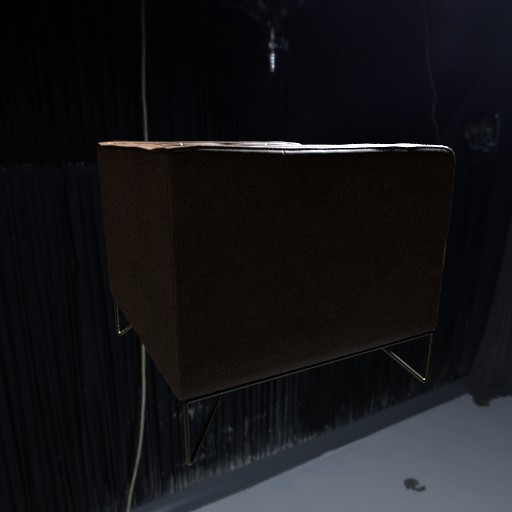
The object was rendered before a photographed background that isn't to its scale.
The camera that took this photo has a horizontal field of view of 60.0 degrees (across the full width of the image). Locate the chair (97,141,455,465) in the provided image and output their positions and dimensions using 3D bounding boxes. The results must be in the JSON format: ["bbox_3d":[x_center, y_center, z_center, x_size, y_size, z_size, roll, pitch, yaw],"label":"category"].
[{"bbox_3d":[0.000,0.000,1.597,0.912,0.797,0.920,-8,17,-27],"label":"chair"}]
